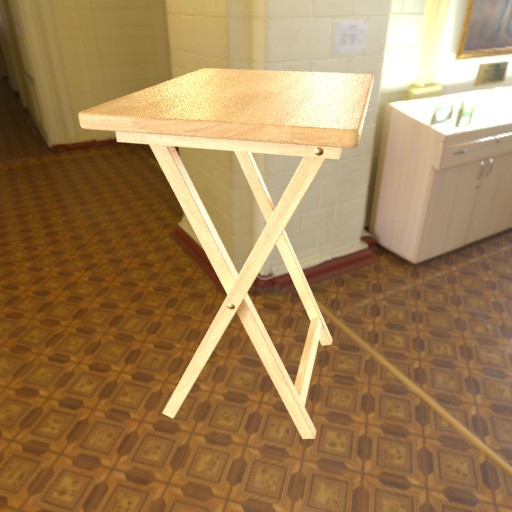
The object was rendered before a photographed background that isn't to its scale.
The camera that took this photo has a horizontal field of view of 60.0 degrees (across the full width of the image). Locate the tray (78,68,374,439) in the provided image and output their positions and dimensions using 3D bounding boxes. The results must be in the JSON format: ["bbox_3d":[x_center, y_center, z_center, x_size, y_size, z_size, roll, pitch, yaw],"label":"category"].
[{"bbox_3d":[0.000,0.000,0.926,0.381,0.660,0.483,8,31,13],"label":"tray"}]
